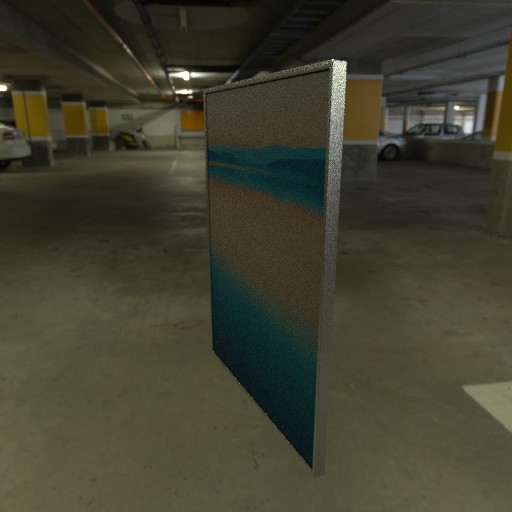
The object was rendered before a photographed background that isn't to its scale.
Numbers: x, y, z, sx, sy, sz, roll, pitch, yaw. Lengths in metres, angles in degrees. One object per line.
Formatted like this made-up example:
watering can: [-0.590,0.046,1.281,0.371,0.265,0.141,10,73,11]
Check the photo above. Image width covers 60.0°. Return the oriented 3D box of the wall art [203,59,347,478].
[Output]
wall art: [0.000,0.000,1.423,0.037,1.062,0.801,-8,18,-25]
